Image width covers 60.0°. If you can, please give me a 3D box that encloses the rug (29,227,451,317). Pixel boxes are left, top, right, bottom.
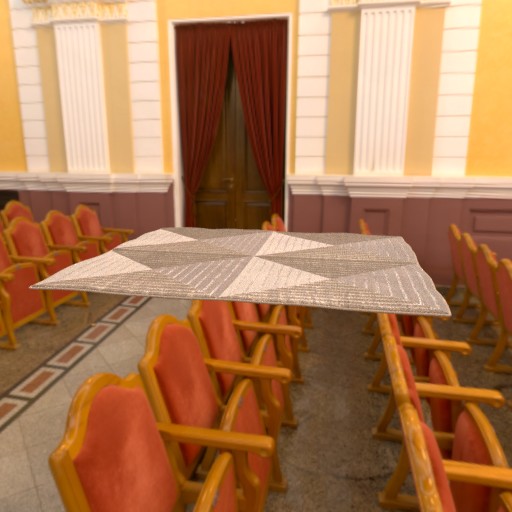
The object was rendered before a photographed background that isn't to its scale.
[{"bbox_3d":[0.000,0.000,0.907,0.642,0.008,0.551,3,14,11],"label":"rug"}]
